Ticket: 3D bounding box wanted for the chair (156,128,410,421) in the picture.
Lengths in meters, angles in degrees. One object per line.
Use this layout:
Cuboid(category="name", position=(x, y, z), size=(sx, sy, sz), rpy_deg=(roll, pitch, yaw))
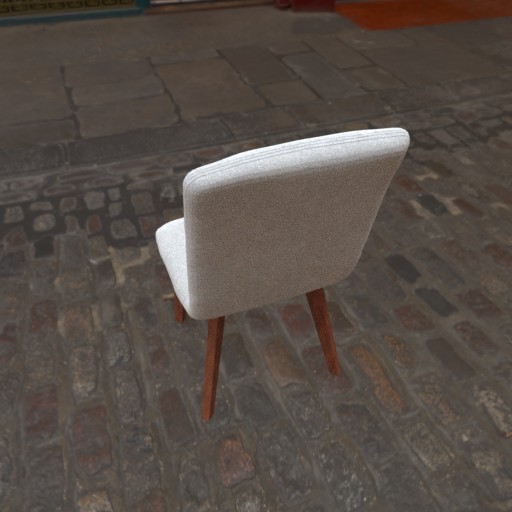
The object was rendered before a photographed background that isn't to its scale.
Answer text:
Cuboid(category="chair", position=(0.000, 0.000, 1.314), size=(0.522, 0.974, 0.563), rpy_deg=(-14, 44, -15))
